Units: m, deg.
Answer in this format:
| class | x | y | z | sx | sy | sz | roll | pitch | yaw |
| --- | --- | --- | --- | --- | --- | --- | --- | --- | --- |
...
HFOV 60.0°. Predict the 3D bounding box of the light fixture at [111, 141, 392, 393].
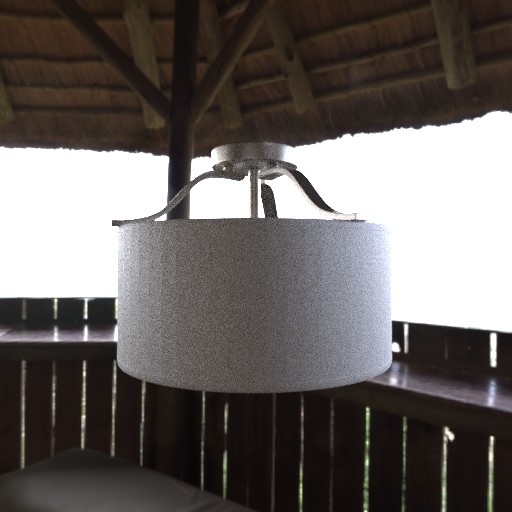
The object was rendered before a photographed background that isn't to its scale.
| class | x | y | z | sx | sy | sz | roll | pitch | yaw |
| --- | --- | --- | --- | --- | --- | --- | --- | --- | --- |
| light fixture | 0.000 | 0.000 | 0.652 | 0.395 | 0.304 | 0.395 | 0 | -1 | 0 |
